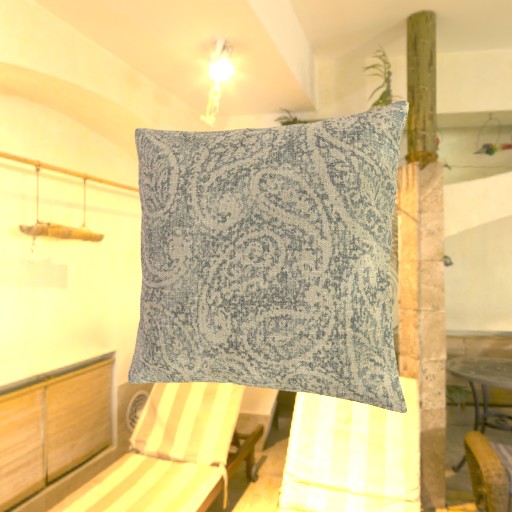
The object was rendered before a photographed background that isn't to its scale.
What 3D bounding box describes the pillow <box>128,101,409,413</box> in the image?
[{"bbox_3d":[0.000,0.000,0.801,0.523,0.510,0.166,0,0,17],"label":"pillow"}]
